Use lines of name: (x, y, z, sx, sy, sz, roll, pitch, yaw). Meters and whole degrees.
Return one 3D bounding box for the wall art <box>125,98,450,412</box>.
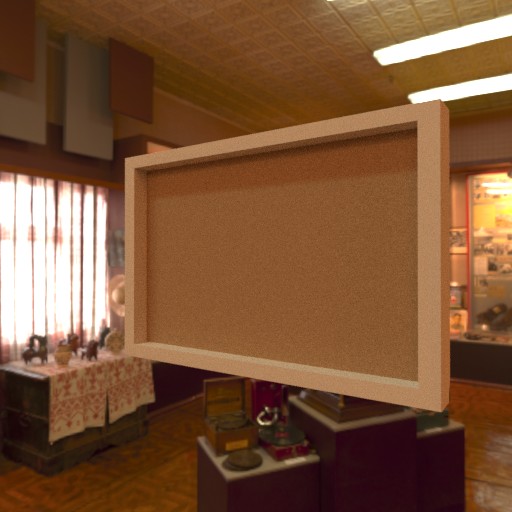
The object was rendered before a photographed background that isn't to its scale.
wall art: (0.000, 0.000, 0.480, 0.384, 0.254, 0.039, 0, 0, 34)
